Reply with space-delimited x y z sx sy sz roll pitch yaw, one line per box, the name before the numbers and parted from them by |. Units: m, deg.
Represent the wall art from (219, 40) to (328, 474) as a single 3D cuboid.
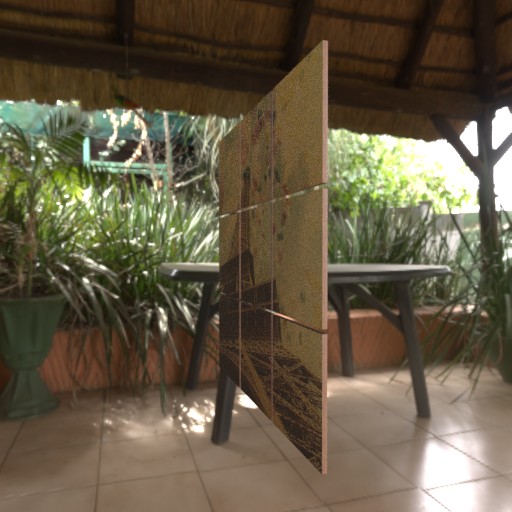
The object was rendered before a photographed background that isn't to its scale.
wall art | 0.000 0.000 1.868 0.017 1.246 1.256 0 1 -18
